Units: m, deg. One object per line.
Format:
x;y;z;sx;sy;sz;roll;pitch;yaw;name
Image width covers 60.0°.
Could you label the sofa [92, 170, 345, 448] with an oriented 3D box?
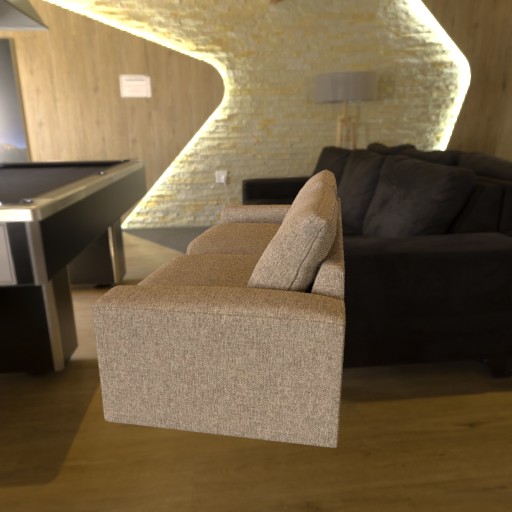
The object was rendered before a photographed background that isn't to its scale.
0.000;0.000;2.764;1.040;0.922;2.299;3;16;9;sofa
